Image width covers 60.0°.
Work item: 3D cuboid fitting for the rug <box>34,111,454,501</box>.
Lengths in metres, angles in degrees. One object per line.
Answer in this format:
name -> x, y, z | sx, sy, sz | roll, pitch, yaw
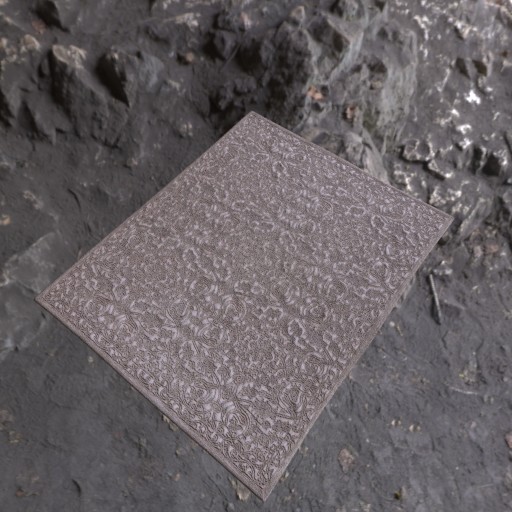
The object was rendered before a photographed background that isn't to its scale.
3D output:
rug -> 0.000, 0.000, 3.999 | 2.472, 0.035, 3.017 | 33, 64, 19
